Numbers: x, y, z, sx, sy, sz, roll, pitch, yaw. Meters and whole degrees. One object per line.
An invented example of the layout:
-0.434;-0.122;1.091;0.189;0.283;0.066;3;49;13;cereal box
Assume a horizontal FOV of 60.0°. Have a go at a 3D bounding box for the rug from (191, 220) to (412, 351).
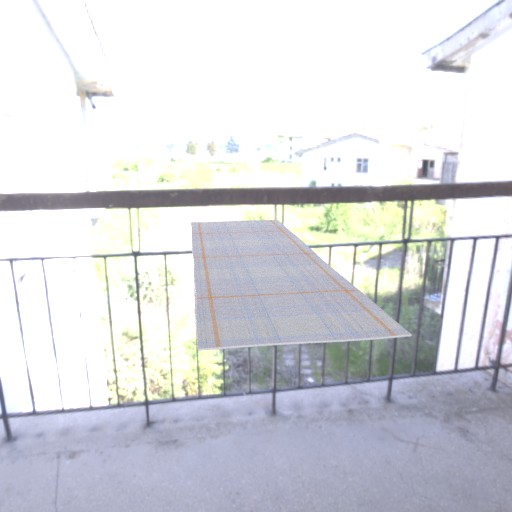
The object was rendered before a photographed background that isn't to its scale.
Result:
0.000;0.000;2.710;0.770;0.016;2.442;-2;15;-8;rug
